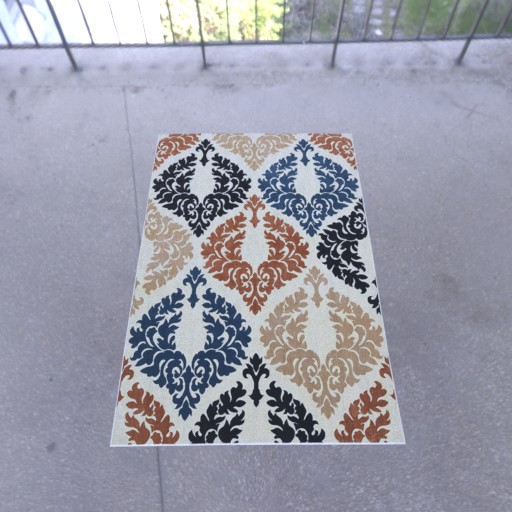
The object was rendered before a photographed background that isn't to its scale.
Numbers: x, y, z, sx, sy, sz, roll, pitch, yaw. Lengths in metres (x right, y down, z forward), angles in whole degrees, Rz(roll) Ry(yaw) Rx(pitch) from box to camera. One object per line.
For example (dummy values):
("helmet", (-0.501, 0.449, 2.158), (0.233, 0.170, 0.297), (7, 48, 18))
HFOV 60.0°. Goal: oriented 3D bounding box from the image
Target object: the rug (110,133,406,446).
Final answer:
("rug", (0.000, 0.000, 2.859), (1.514, 0.014, 2.275), (0, 58, 0))
